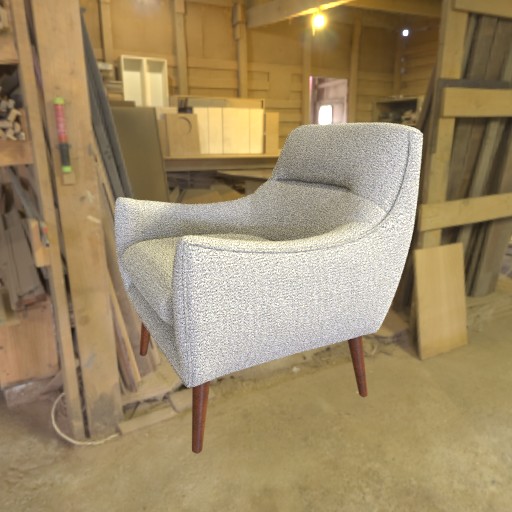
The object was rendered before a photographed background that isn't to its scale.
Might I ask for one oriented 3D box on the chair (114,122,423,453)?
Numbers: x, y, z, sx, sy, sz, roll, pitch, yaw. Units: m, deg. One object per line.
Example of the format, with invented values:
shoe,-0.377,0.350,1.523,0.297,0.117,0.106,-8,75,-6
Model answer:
chair,0.000,0.000,1.450,0.787,0.838,0.762,-8,17,-26
